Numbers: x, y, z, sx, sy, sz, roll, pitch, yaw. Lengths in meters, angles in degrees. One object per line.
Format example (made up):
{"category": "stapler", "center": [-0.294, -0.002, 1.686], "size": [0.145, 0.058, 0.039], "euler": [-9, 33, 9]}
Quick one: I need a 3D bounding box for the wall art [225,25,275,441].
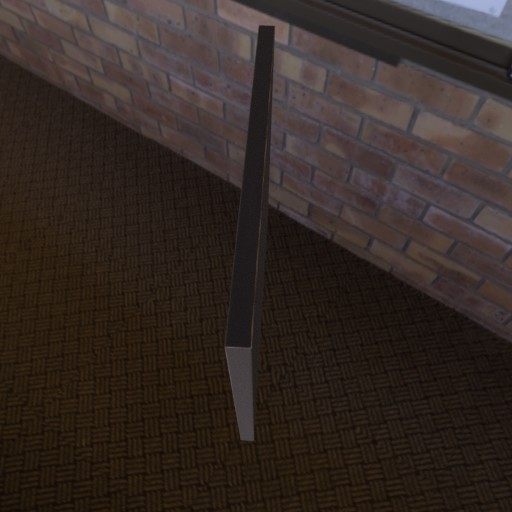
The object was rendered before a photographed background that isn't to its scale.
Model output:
{"category": "wall art", "center": [0.000, 0.000, 0.451], "size": [0.015, 0.303, 0.304], "euler": [3, 59, 2]}
